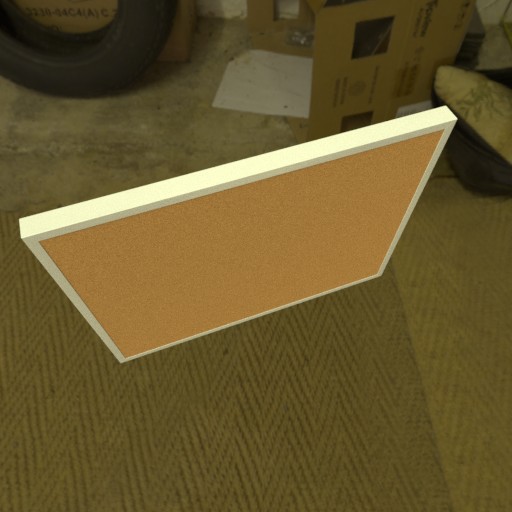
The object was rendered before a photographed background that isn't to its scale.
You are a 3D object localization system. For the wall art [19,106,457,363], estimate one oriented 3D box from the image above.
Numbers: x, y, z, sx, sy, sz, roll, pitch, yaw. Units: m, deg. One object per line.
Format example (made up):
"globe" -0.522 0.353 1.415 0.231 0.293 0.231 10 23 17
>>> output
"wall art" 0.000 0.000 1.347 1.041 0.787 0.053 -17 60 -10
